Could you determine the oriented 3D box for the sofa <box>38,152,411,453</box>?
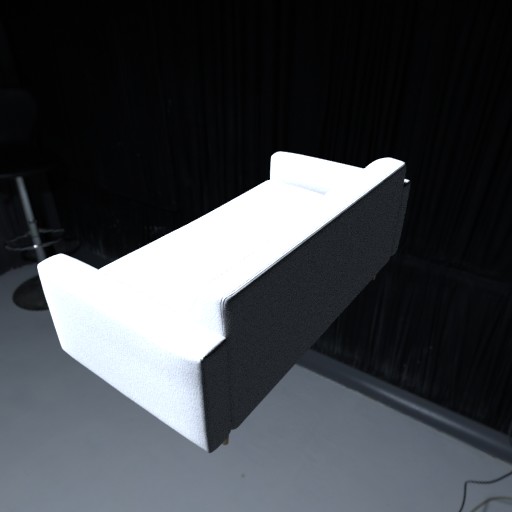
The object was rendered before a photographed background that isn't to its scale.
[{"bbox_3d":[0.000,0.000,2.386,0.969,0.814,1.895,21,37,30],"label":"sofa"}]
